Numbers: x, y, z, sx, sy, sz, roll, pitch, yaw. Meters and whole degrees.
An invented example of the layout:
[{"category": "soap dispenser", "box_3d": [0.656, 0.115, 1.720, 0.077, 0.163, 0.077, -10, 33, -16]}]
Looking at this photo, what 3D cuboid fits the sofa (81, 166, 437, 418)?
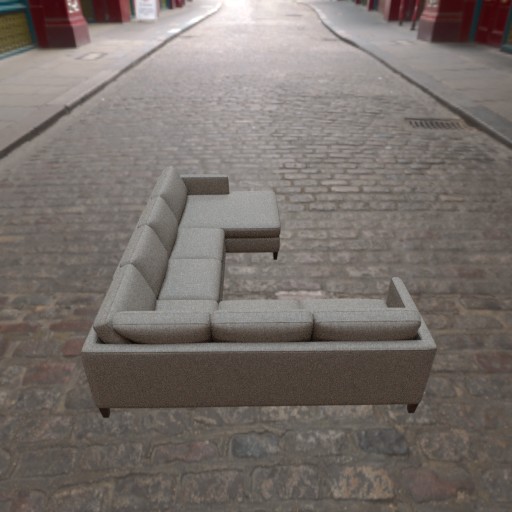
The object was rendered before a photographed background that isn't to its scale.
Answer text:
[{"category": "sofa", "box_3d": [0.000, 0.000, 4.655, 2.551, 0.889, 3.403, -1, 31, -1]}]
